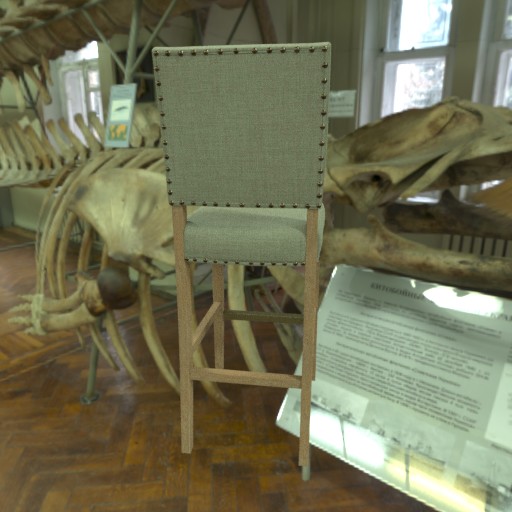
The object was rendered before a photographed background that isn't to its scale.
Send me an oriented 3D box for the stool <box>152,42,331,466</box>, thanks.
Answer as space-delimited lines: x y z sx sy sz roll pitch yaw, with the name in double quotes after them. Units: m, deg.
0.000 0.000 1.475 0.445 1.203 0.585 2 16 8 "stool"
